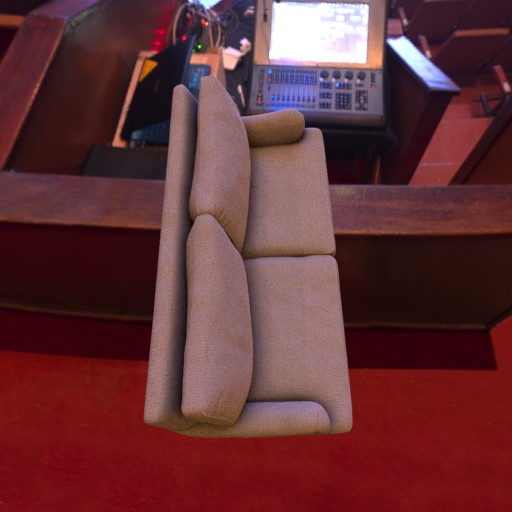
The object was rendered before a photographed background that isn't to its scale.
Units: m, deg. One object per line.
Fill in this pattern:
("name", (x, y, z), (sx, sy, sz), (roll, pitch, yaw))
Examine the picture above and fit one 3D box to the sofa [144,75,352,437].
("sofa", (0.000, 0.000, 2.873), (1.069, 1.096, 2.193), (-1, 64, 0))
